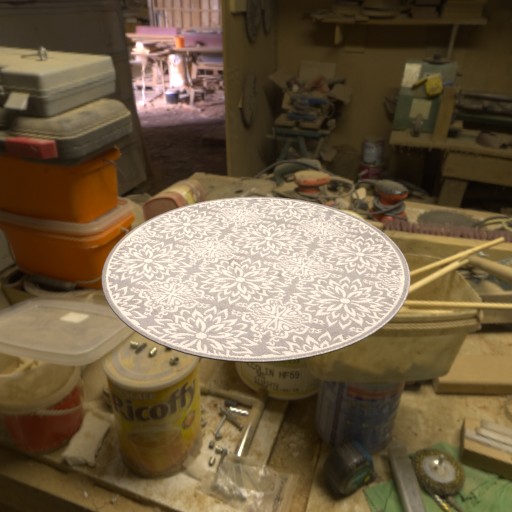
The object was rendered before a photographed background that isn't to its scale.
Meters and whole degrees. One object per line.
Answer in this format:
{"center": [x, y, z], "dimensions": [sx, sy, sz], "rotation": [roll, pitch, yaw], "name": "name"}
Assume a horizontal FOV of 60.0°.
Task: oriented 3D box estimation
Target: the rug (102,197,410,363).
{"center": [0.000, 0.000, 2.386], "dimensions": [1.593, 0.012, 1.593], "rotation": [0, 31, 0], "name": "rug"}
